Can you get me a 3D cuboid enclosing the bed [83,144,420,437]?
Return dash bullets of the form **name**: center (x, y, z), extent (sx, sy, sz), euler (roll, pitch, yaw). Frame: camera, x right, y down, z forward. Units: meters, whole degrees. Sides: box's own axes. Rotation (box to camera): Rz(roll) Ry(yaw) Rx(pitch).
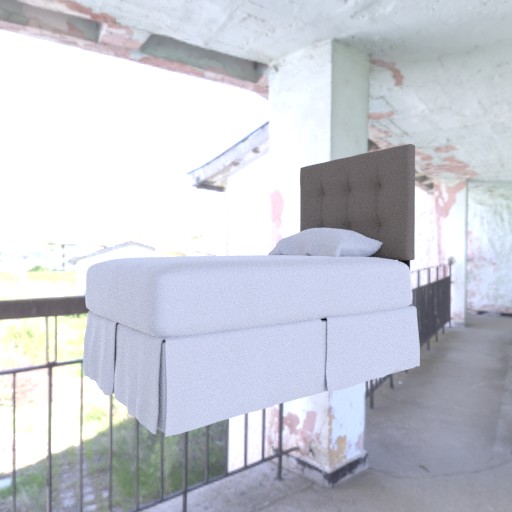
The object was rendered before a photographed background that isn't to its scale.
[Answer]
- **bed**: center (0.000, 0.000, 2.997), extent (1.997, 1.571, 1.261), euler (-1, 1, -37)
